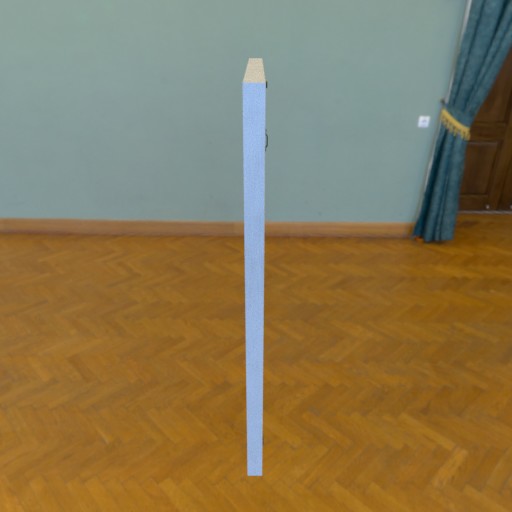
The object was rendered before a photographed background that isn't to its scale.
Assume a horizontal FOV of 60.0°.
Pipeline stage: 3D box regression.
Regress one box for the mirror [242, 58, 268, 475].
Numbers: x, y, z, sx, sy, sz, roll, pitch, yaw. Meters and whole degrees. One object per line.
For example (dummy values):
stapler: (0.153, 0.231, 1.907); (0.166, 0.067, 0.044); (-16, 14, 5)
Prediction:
mirror: (0.000, 0.000, 1.163); (0.041, 0.915, 0.609); (0, 27, 0)
